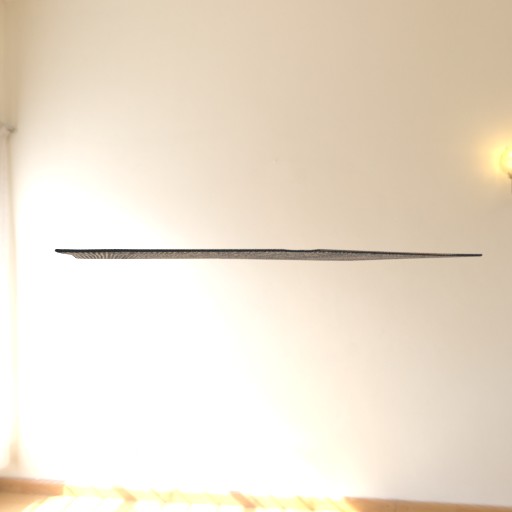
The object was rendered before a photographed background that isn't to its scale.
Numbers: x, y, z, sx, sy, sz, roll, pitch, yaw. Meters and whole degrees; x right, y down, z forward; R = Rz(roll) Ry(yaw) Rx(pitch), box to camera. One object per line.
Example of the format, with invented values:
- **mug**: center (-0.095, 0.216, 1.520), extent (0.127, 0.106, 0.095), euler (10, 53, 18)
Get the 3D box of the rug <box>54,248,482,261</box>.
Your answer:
- **rug**: center (0.000, 0.000, 2.273), extent (1.793, 0.025, 1.159), euler (1, -2, -18)
